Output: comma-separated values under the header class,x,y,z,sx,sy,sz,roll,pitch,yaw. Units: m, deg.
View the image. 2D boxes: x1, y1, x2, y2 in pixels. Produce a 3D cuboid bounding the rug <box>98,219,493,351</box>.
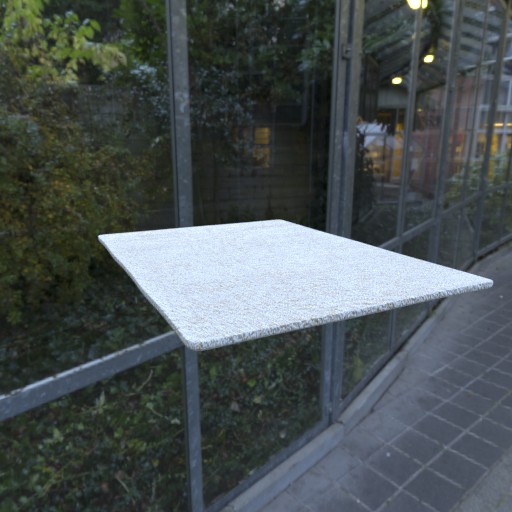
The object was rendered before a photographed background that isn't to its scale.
class,x,y,z,sx,sy,sz,roll,pitch,yaw
rug,0.000,0.000,2.087,1.200,0.027,1.600,-7,16,-26
